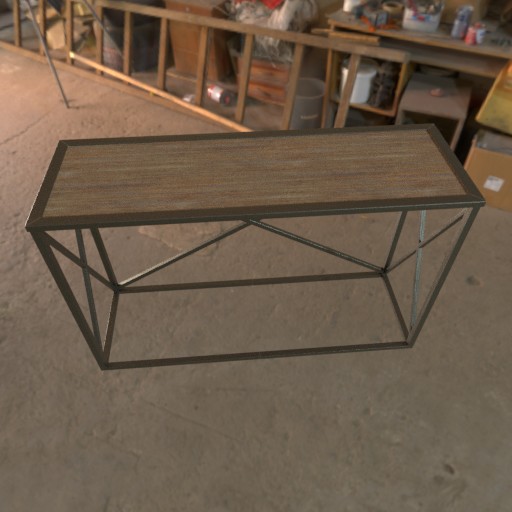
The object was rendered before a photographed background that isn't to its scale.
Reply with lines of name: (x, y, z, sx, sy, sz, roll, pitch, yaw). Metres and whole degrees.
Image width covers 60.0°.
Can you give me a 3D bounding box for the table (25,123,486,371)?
table: (0.000, 0.000, 1.572, 1.216, 0.753, 0.402, -3, 47, -3)
